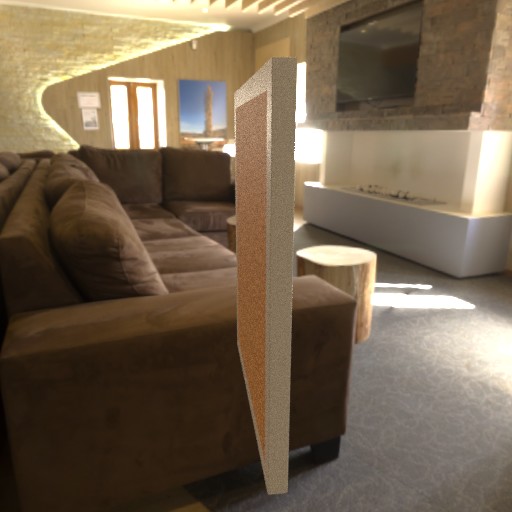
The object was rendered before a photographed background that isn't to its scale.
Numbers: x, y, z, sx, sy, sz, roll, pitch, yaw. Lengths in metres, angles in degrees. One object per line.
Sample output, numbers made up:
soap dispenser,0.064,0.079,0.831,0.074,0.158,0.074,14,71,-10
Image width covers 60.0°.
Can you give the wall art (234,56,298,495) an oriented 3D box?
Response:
wall art,0.000,0.000,0.752,0.028,0.556,0.454,-2,16,-7
